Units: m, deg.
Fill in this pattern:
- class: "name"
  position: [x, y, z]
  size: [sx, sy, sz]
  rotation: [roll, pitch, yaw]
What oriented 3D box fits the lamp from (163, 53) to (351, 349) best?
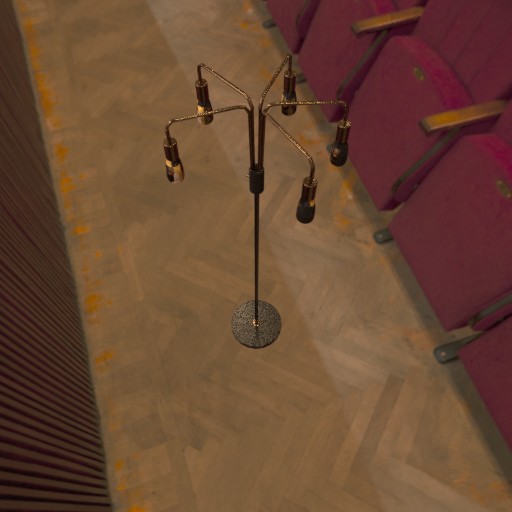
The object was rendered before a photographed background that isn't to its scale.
- class: "lamp"
  position: [0.000, 0.000, 2.027]
  size: [0.599, 1.721, 0.572]
  rotation: [-14, 60, -8]
